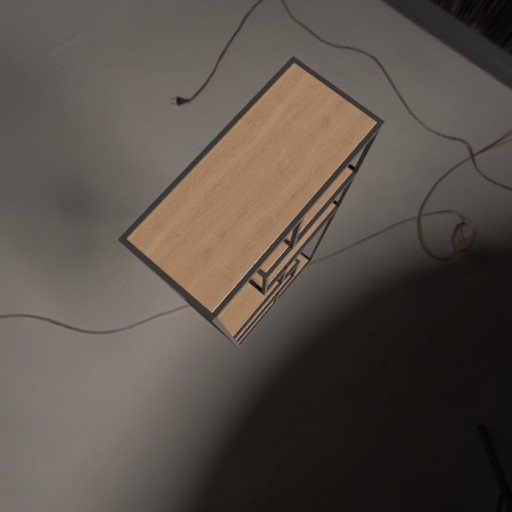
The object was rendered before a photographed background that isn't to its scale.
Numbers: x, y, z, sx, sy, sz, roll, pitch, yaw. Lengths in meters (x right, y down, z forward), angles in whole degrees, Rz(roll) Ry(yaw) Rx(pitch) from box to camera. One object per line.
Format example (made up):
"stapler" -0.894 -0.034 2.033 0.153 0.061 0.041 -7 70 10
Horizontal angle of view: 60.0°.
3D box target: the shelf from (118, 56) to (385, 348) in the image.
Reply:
"shelf" 0.000 0.000 2.163 0.350 1.850 0.770 39 79 9
